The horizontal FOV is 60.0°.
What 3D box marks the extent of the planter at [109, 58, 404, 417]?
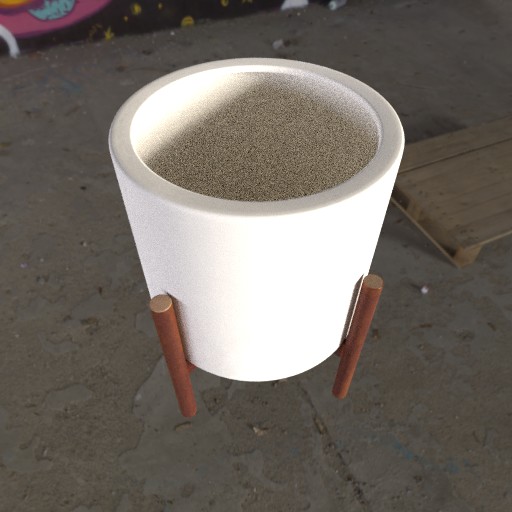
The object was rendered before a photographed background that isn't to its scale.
[{"bbox_3d":[0.000,0.000,0.853,0.420,0.581,0.421,-3,48,-3],"label":"planter"}]
